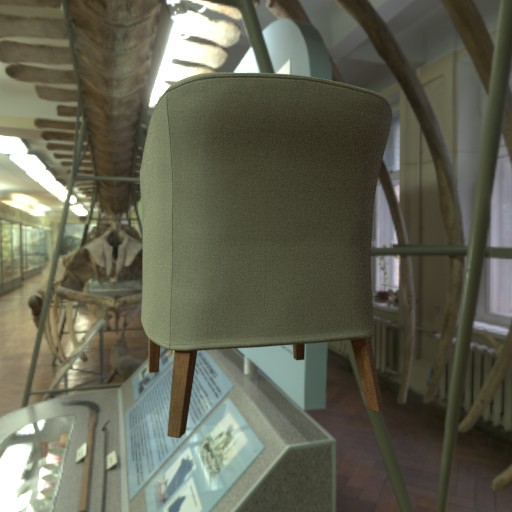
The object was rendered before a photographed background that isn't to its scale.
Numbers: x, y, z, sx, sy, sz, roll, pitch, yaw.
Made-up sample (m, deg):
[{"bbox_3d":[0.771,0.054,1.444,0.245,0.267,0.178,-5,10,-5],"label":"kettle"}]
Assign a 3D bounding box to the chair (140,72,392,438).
[{"bbox_3d":[0.000,0.000,1.243,0.600,0.771,0.668,0,1,-17],"label":"chair"}]
